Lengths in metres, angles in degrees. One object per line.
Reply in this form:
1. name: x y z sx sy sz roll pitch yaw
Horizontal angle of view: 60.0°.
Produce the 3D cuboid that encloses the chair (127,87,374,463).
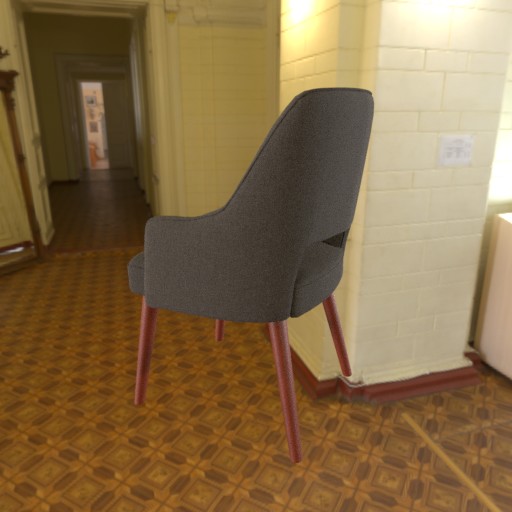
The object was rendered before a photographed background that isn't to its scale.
1. chair: 0.000 0.000 1.209 0.560 0.838 0.559 9 19 26
